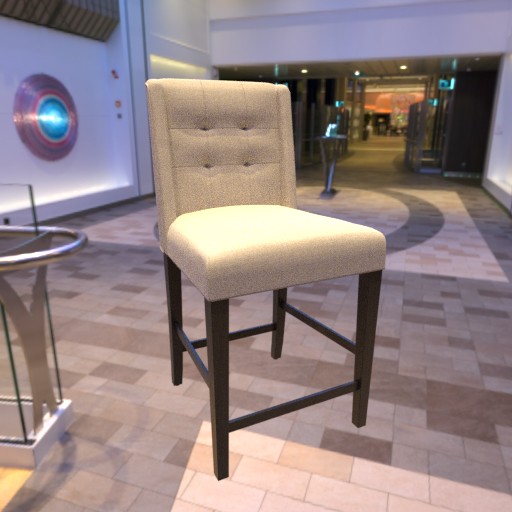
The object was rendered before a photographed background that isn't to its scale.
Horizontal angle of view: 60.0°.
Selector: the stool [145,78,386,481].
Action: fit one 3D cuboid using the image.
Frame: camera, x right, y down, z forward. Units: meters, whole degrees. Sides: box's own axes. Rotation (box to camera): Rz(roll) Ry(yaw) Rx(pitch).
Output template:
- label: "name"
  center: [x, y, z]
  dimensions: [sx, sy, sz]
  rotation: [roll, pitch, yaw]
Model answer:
- label: "stool"
  center: [0.000, 0.000, 1.223]
  dimensions: [0.474, 0.939, 0.509]
  rotation: [-8, 19, -26]
